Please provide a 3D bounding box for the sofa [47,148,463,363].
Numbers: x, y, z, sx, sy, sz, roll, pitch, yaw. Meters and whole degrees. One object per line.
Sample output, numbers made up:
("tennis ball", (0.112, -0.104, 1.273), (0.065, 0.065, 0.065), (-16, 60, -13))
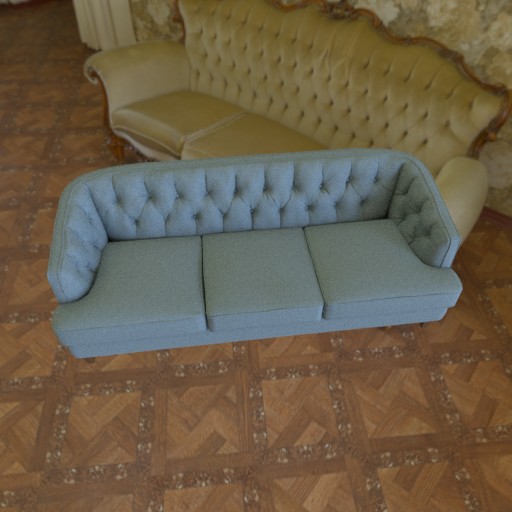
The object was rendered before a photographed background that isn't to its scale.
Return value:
("sofa", (0.000, 0.000, 2.729), (2.278, 0.855, 0.941), (-5, 47, -5))
